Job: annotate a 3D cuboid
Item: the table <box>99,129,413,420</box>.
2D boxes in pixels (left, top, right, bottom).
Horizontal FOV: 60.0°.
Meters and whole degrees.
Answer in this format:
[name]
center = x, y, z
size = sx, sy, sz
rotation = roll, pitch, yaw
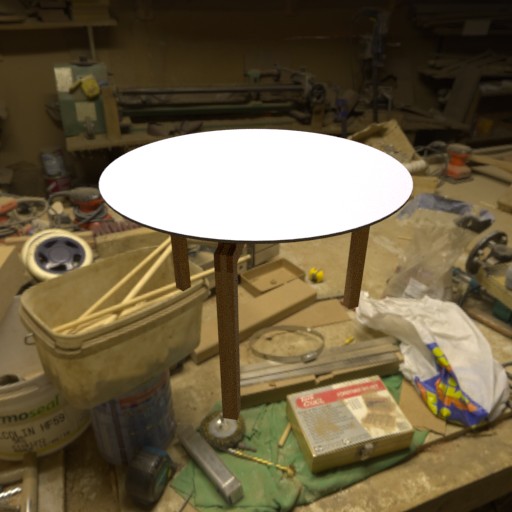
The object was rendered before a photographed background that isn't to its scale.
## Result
[table]
center = 0.000, 0.000, 0.987
size = 0.600, 0.405, 0.600
rotation = 0, 31, 0
